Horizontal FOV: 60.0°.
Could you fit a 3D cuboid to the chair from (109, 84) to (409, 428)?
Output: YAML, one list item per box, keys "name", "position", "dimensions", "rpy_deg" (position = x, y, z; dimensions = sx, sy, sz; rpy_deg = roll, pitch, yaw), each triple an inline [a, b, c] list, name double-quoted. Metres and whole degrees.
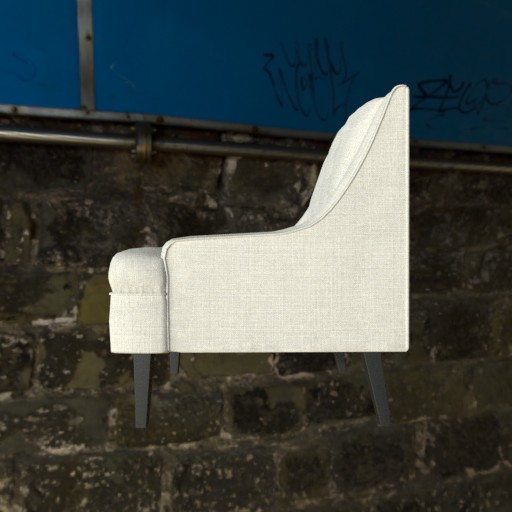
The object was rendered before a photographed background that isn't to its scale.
- name: "chair"
  position: [0.000, 0.000, 1.426]
  dimensions: [0.772, 0.891, 0.658]
  rpy_deg: [0, 0, -1]
